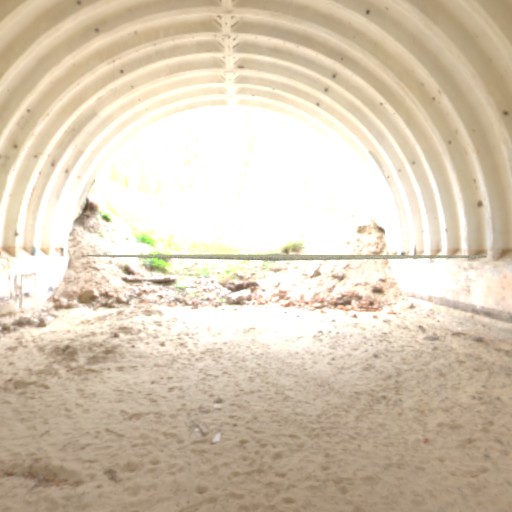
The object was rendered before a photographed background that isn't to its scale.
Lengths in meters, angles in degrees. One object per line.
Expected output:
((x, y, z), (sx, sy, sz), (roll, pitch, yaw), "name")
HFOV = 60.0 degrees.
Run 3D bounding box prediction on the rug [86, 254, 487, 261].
((0.000, 0.000, 2.948), (1.547, 0.013, 2.283), (0, 1, -37), "rug")
